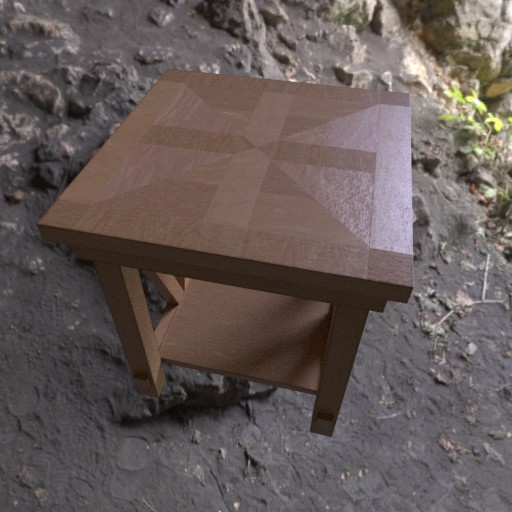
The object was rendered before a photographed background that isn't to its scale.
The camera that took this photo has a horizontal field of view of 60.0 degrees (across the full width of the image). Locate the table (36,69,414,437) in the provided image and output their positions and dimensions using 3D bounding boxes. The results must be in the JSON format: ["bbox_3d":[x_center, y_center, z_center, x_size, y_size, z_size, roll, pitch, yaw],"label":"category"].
[{"bbox_3d":[0.000,0.000,1.126,0.610,0.638,0.612,9,47,9],"label":"table"}]
